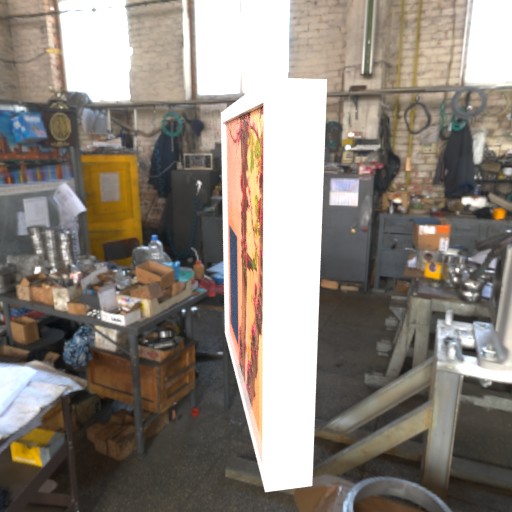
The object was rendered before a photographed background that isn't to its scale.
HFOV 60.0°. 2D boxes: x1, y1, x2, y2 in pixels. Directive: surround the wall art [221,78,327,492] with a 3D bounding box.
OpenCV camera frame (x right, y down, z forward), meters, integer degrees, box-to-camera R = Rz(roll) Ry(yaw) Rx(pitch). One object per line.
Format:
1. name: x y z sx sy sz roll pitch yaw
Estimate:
1. wall art: 0.000 0.000 0.457 0.038 0.302 0.305 -2 14 -9
